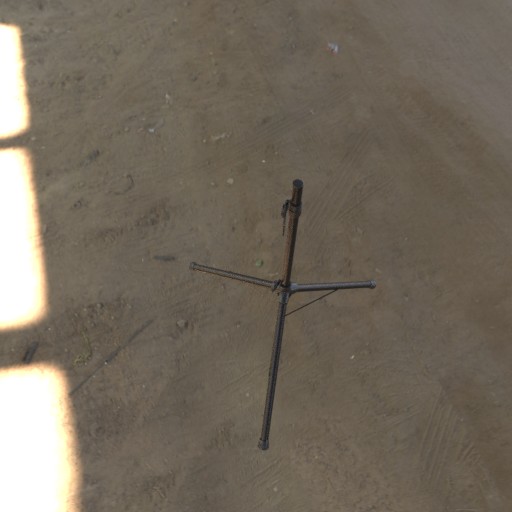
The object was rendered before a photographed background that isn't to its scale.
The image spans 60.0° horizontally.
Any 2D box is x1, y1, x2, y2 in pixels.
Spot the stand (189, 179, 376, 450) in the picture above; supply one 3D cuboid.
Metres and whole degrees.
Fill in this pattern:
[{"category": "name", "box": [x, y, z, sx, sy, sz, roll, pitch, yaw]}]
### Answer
[{"category": "stand", "box": [0.000, 0.000, 1.845, 0.907, 1.136, 1.045, 34, 65, 18]}]
